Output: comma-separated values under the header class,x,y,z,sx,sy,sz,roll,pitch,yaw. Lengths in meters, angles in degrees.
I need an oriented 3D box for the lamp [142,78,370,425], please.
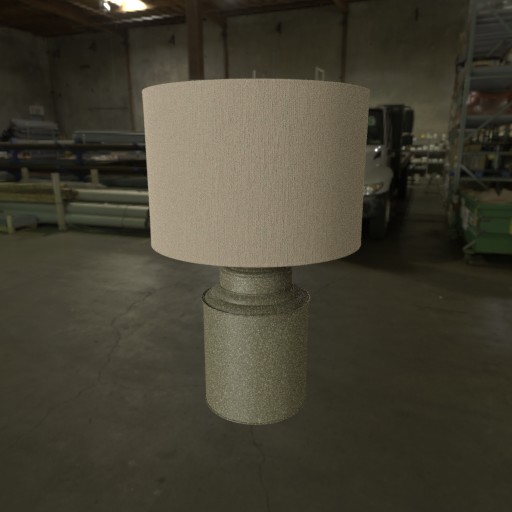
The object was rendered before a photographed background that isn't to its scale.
class,x,y,z,sx,sy,sz,roll,pitch,yaw
lamp,0.000,0.000,0.696,0.318,0.486,0.318,0,14,0
